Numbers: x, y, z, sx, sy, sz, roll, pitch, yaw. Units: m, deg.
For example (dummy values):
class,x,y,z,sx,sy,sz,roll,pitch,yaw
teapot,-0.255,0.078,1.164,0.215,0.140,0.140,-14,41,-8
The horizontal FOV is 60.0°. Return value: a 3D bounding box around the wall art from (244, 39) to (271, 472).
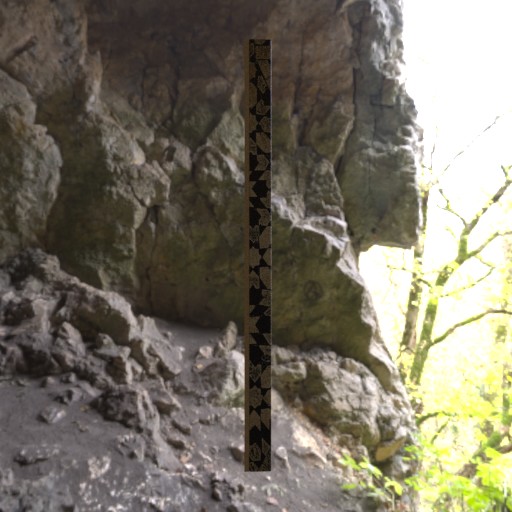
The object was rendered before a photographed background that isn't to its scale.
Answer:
class,x,y,z,sx,sy,sz,roll,pitch,yaw
wall art,0.000,0.000,0.931,0.038,0.612,0.612,0,0,0
